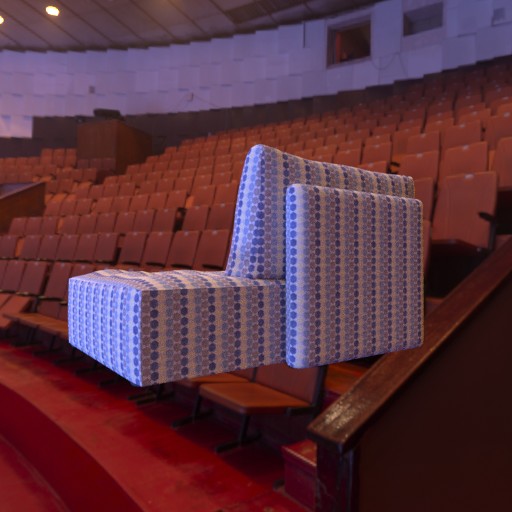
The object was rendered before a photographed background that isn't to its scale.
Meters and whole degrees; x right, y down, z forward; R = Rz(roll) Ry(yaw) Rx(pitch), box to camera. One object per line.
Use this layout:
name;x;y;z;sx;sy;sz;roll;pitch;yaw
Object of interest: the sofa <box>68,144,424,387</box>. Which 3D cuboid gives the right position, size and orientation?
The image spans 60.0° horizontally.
sofa;0.000;0.000;2.056;1.450;0.820;1.000;0;-1;-36
